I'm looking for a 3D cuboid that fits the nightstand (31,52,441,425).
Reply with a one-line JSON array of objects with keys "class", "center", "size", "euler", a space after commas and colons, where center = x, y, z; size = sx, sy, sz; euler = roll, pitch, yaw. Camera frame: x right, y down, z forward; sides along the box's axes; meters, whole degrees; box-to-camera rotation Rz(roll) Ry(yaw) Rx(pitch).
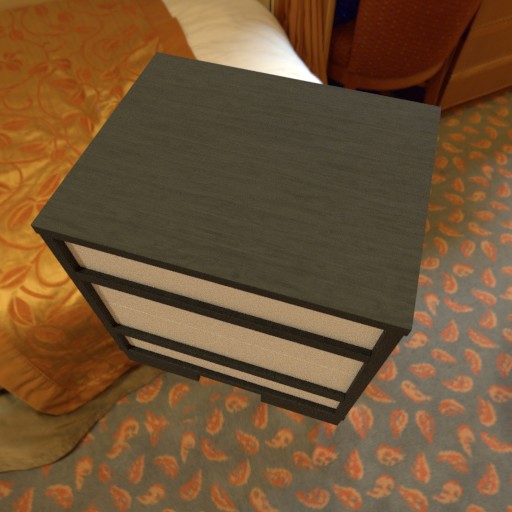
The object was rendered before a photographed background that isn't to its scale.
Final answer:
[{"class": "nightstand", "center": [0.000, 0.000, 0.743], "size": [0.427, 0.448, 0.347], "euler": [15, 59, 9]}]
